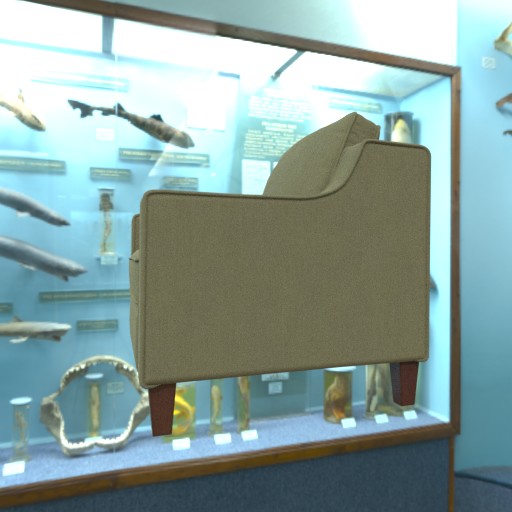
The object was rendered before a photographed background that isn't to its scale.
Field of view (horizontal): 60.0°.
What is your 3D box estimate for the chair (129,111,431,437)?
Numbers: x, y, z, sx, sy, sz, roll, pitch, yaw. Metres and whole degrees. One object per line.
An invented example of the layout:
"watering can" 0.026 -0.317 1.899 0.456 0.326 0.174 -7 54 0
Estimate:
"chair" 0.000 0.000 1.661 0.909 0.960 0.831 0 1 -18
